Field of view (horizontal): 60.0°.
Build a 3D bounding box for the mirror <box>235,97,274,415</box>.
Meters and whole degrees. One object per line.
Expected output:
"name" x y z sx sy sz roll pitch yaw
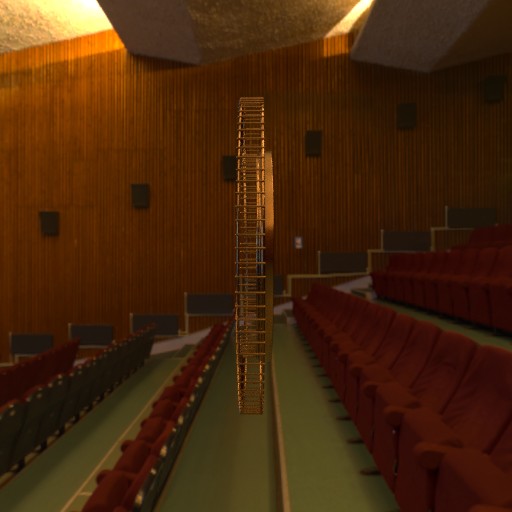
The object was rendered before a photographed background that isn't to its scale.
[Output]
"mirror" 0.000 0.000 1.044 0.067 0.703 0.703 0 0 0
